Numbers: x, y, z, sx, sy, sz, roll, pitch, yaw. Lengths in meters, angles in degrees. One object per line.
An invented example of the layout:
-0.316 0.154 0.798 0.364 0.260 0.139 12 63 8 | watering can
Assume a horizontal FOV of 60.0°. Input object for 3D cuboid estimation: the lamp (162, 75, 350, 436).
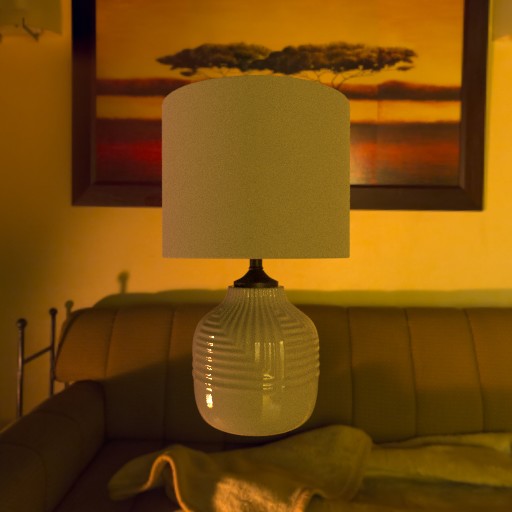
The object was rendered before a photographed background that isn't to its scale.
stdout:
0.000 0.000 0.767 0.318 0.567 0.318 0 1 0 | lamp
